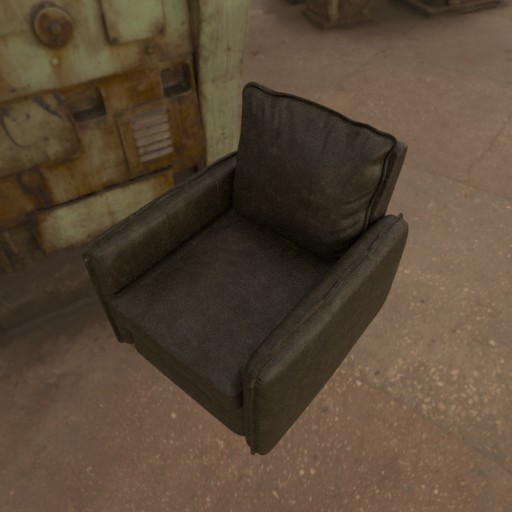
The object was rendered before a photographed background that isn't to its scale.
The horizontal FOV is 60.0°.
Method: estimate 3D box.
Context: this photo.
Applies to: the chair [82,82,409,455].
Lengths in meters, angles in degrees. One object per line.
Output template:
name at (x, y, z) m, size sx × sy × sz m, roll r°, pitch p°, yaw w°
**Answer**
chair at (0.000, 0.000, 1.606) m, size 0.830 × 0.921 × 0.921 m, roll 31°, pitch 54°, yaw 26°
